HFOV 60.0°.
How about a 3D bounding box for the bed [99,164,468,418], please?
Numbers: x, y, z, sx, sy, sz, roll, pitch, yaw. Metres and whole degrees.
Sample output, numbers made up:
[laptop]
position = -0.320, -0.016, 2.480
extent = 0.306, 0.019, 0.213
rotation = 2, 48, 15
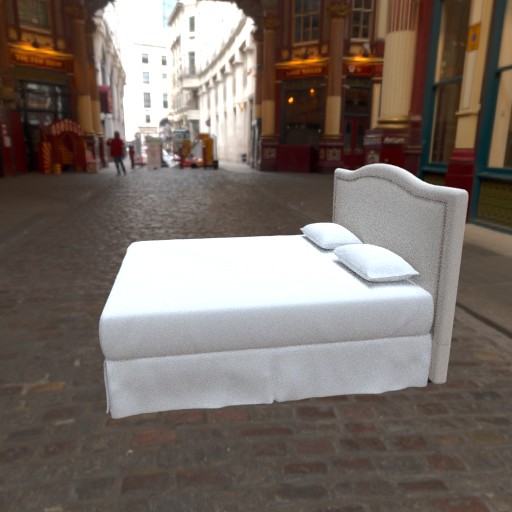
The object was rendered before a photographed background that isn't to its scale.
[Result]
[bed]
position = 0.000, 0.000, 3.538
extent = 2.182, 1.421, 2.083
rotation = -3, 15, -10
